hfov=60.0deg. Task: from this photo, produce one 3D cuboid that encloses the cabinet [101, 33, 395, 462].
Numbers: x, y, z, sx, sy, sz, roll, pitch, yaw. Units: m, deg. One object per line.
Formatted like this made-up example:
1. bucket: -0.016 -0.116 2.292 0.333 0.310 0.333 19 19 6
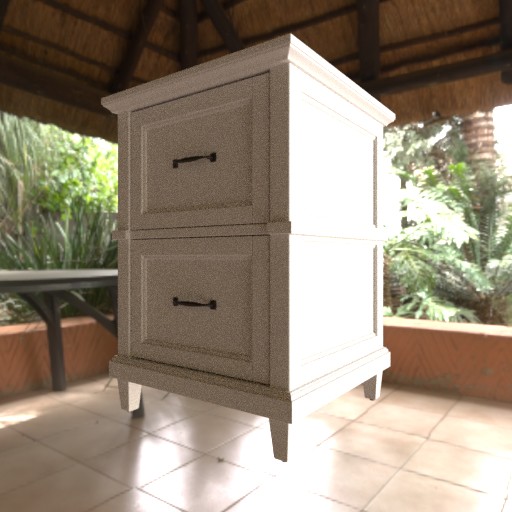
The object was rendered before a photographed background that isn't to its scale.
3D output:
1. cabinet: 0.000 0.000 1.149 0.544 0.775 0.547 0 0 36
